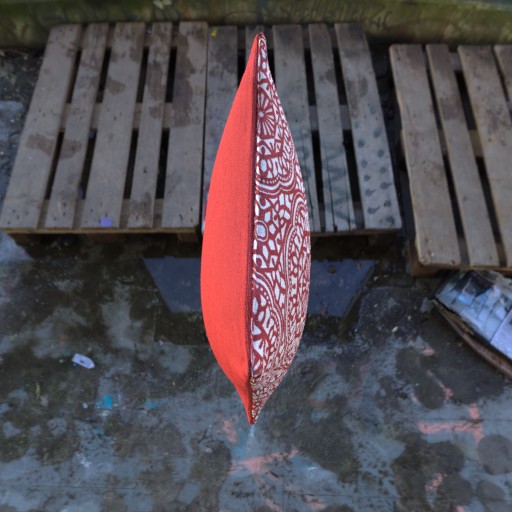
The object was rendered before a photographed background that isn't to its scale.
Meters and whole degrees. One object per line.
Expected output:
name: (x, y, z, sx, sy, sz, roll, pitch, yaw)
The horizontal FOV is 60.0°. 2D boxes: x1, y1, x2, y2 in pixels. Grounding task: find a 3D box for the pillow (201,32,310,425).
pillow: (0.000, 0.000, 0.662, 0.162, 0.419, 0.438, 1, 64, 0)
